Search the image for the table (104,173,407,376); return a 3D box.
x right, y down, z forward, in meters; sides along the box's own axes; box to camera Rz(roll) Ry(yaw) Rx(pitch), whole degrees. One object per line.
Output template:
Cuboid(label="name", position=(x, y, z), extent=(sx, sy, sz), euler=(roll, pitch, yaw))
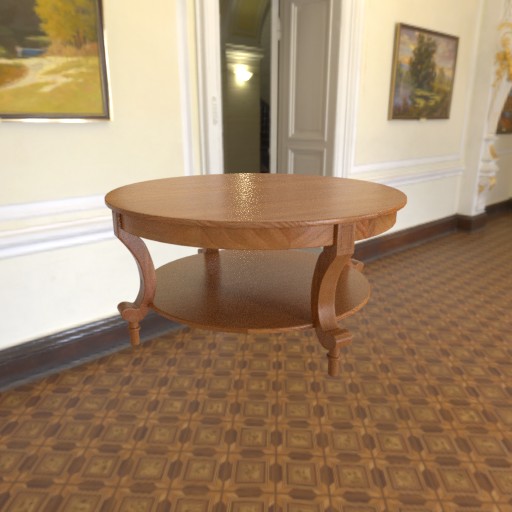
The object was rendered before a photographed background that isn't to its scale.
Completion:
Cuboid(label="table", position=(0.000, 0.000, 1.645), extent=(1.029, 0.490, 1.029), euler=(0, 17, 0))
